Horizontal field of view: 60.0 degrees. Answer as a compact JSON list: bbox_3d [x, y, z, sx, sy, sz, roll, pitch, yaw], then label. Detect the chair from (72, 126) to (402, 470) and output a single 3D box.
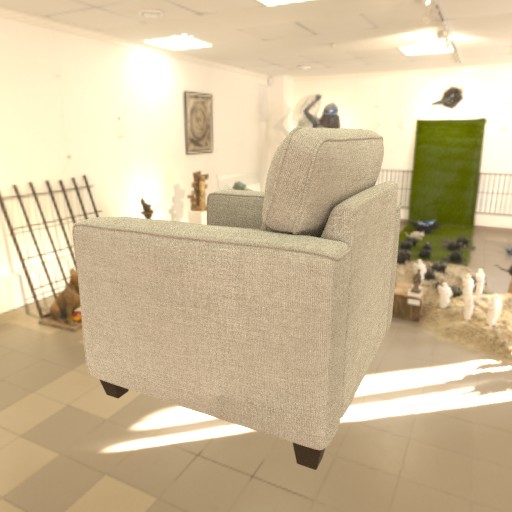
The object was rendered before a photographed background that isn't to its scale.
[{"bbox_3d":[0.000,0.000,1.741,0.939,0.965,1.015,8,17,26],"label":"chair"}]
